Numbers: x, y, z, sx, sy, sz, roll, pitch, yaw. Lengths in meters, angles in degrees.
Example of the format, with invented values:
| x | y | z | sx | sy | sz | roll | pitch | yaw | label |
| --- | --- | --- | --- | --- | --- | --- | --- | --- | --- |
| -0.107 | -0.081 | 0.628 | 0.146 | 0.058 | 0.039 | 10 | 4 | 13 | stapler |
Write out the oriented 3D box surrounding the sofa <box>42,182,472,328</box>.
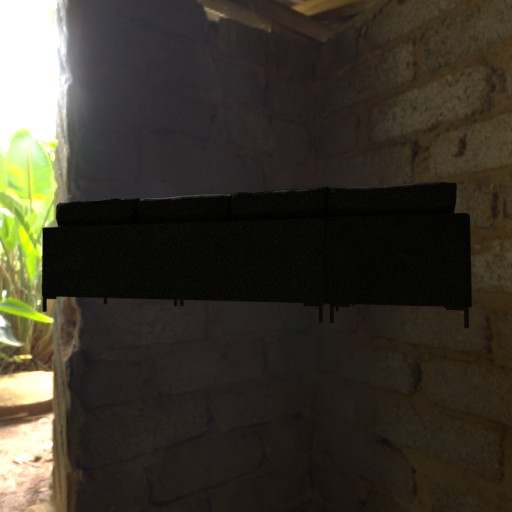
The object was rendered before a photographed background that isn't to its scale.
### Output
| x | y | z | sx | sy | sz | roll | pitch | yaw | label |
| --- | --- | --- | --- | --- | --- | --- | --- | --- | --- |
| 0.000 | 0.000 | 4.000 | 3.400 | 0.967 | 1.500 | 0 | -1 | 18 | sofa |
